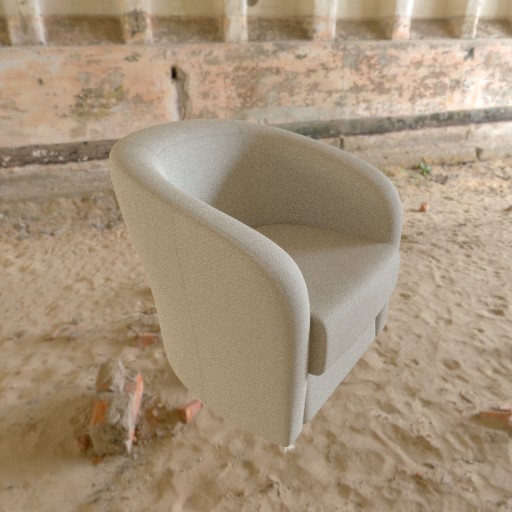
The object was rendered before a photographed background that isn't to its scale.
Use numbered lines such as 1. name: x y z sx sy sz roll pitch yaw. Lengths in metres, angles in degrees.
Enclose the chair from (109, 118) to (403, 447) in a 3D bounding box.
1. chair: 0.000 0.000 1.453 0.815 0.771 0.791 18 32 32
